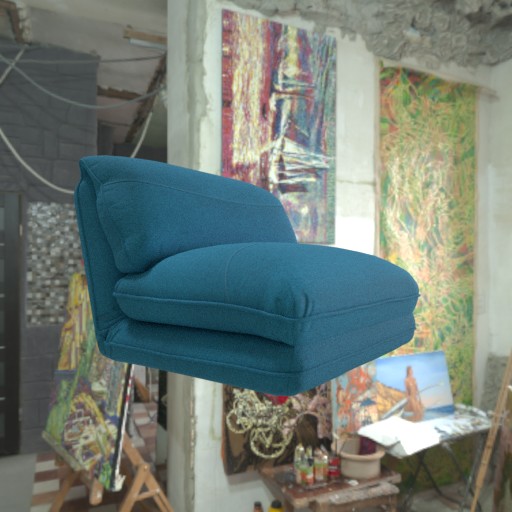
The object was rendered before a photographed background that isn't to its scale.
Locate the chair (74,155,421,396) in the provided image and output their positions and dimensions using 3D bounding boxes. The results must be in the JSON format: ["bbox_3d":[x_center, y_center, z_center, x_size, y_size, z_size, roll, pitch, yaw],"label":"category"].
[{"bbox_3d":[0.000,0.000,1.359,0.780,0.580,0.820,0,-1,36],"label":"chair"}]
